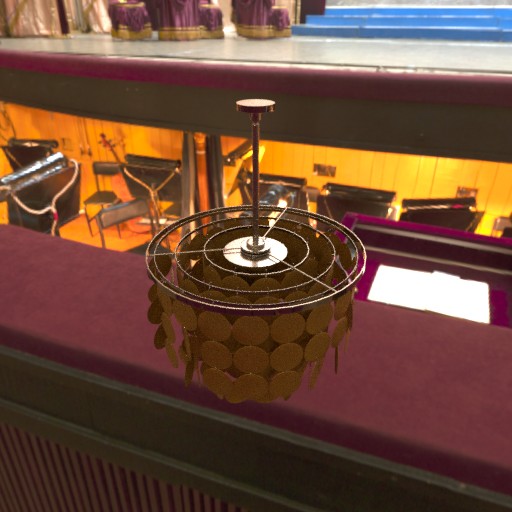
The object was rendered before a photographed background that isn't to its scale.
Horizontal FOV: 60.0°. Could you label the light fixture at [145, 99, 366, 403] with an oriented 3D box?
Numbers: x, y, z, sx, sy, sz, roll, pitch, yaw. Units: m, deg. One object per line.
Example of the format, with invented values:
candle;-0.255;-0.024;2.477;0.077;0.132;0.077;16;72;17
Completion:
light fixture;0.000;0.000;0.738;0.368;0.492;0.368;0;29;0
